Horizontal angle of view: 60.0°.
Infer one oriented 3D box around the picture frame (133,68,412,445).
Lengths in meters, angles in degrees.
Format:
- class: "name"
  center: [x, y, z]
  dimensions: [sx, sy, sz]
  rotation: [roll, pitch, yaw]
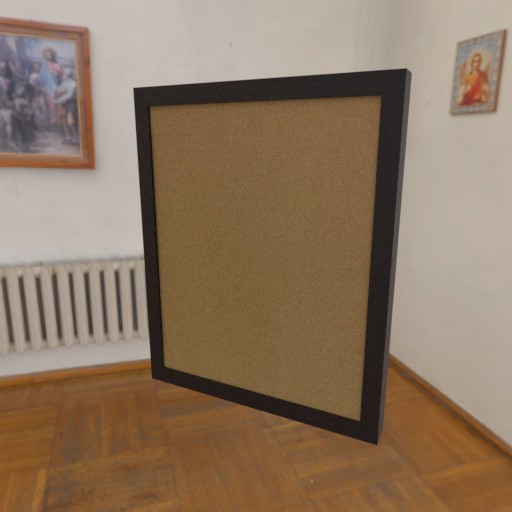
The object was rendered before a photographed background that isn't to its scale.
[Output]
- class: "picture frame"
  center: [0.000, 0.000, 0.751]
  dimensions: [0.452, 0.555, 0.044]
  rotation: [7, 16, 26]
